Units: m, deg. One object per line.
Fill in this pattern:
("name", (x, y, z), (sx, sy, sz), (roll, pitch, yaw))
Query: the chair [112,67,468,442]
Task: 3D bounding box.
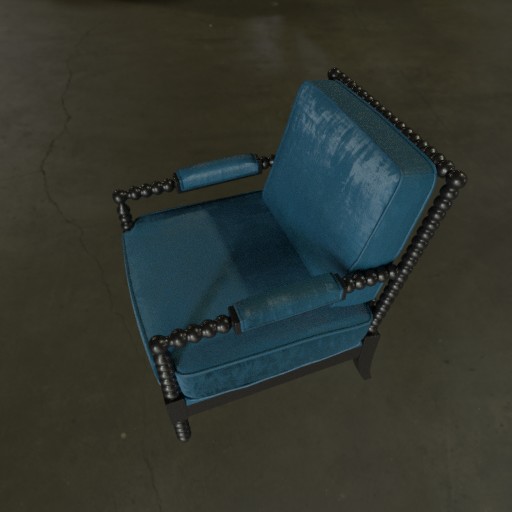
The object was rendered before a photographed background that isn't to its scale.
("chair", (0.000, 0.000, 1.400), (0.805, 0.857, 0.688), (-15, 48, -14))
